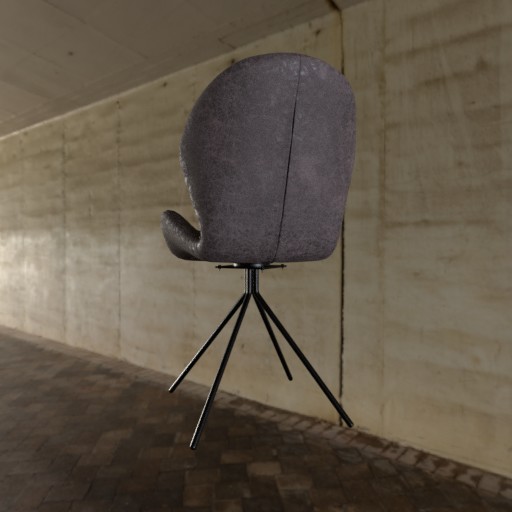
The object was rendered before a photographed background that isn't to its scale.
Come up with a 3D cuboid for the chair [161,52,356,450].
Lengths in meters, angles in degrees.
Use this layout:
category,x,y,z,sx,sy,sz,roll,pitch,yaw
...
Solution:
category,x,y,z,sx,sy,sz,roll,pitch,yaw
chair,0.000,0.000,1.298,0.527,0.934,0.640,-1,2,-18
